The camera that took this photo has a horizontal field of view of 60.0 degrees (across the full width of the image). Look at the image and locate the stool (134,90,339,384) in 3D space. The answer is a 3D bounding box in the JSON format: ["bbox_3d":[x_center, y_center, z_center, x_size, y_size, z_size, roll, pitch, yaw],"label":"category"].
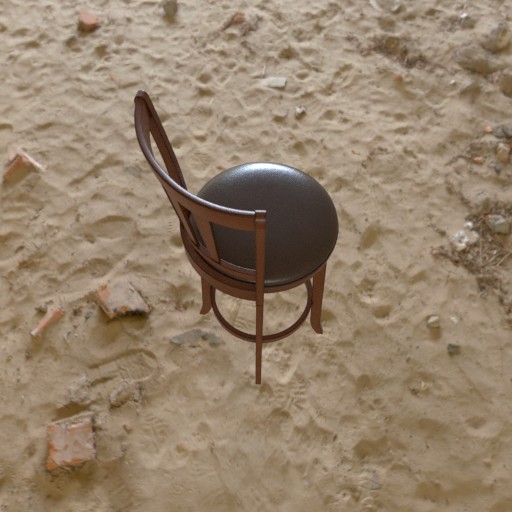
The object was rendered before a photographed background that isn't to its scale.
[{"bbox_3d":[0.000,0.000,1.458,0.503,1.177,0.464,-34,64,-19],"label":"stool"}]
